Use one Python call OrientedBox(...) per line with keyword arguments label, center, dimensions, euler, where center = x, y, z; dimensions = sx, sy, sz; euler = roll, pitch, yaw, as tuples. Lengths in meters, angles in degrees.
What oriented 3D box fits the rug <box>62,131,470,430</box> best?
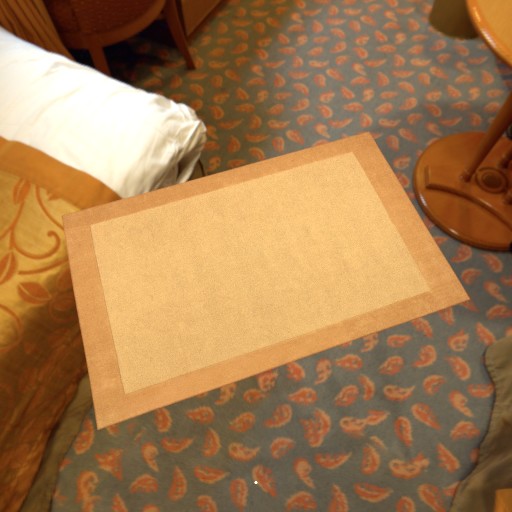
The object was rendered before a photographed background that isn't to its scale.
OrientedBox(label="rug", center=(0.000, 0.000, 3.039), dimensions=(2.438, 0.014, 1.524), euler=(-17, 64, -9))
